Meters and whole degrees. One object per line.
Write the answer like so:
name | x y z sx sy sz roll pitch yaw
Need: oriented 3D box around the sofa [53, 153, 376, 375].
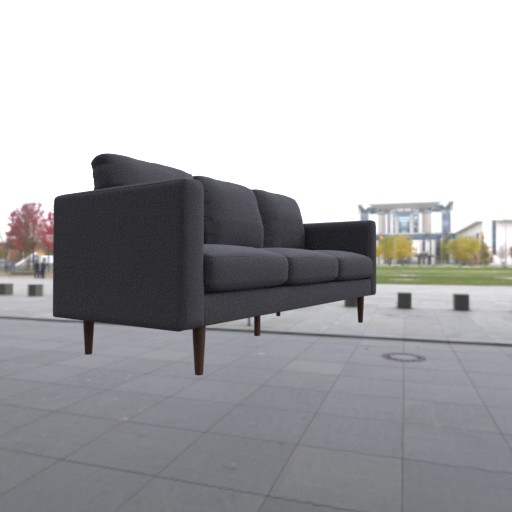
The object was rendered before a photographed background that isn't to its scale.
sofa | 0.000 0.000 2.550 0.802 0.912 2.029 0 -1 34
